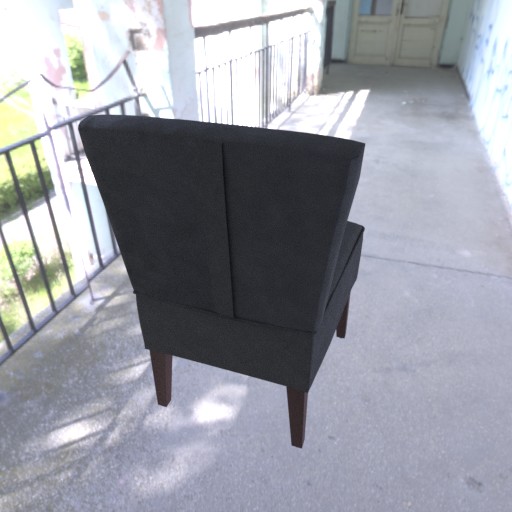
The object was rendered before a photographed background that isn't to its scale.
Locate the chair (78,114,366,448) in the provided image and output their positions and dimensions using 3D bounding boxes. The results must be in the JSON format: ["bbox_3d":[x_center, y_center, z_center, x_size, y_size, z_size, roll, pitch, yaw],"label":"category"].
[{"bbox_3d":[0.000,0.000,1.158,0.521,0.806,0.554,11,34,16],"label":"chair"}]
